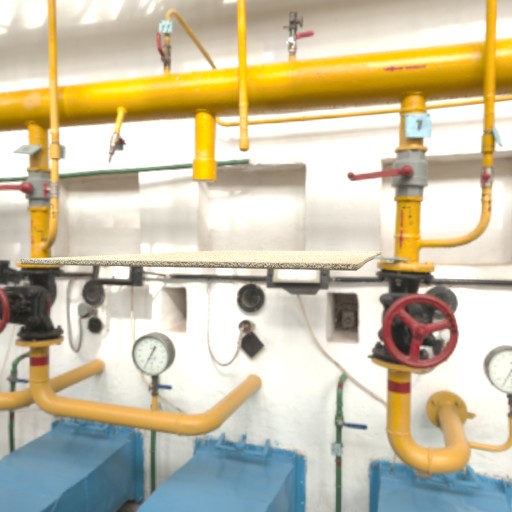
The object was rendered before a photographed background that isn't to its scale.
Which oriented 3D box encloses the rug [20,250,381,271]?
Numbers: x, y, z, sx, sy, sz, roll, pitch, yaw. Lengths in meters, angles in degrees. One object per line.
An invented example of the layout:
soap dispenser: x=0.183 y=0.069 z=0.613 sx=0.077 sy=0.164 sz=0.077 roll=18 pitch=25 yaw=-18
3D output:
rug: x=0.000 y=0.000 z=2.900 sx=1.500 sy=0.025 sz=2.346 roll=1 pitch=2 yaw=18
